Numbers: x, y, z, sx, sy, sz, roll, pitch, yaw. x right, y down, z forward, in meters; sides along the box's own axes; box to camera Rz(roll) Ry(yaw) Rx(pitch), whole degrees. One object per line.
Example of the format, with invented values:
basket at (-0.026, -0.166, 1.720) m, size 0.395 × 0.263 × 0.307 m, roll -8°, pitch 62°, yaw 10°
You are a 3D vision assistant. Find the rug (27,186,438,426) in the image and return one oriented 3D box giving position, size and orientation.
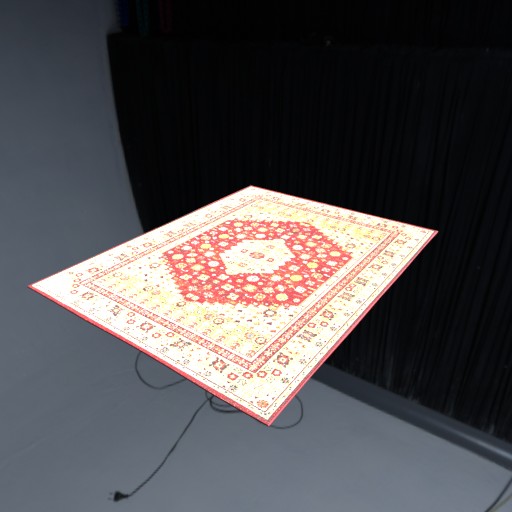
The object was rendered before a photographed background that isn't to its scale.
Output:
rug at (0.000, 0.000, 4.072) m, size 2.387 × 0.013 × 3.053 m, roll 19°, pitch 34°, yaw 31°
